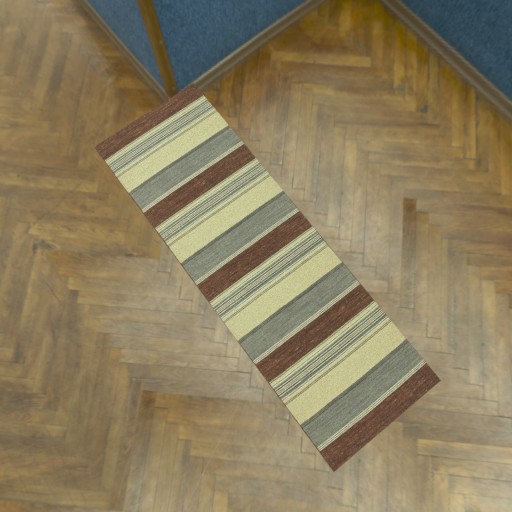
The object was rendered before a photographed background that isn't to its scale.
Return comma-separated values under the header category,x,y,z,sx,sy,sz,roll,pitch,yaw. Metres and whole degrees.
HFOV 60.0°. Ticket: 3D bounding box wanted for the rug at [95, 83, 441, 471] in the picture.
category,x,y,z,sx,sy,sz,roll,pitch,yaw
rug,0.000,0.000,2.705,0.792,0.006,2.437,-36,79,-9
